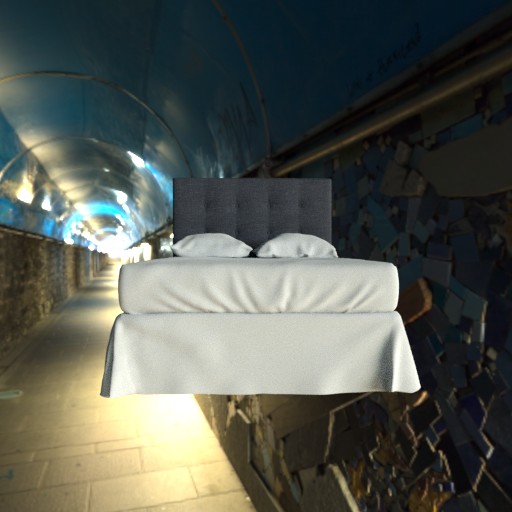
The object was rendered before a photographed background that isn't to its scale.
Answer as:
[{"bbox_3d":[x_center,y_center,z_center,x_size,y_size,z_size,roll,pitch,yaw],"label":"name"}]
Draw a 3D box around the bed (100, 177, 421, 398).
[{"bbox_3d":[0.000,0.000,3.558,1.936,1.577,2.222,0,0,-2],"label":"bed"}]
